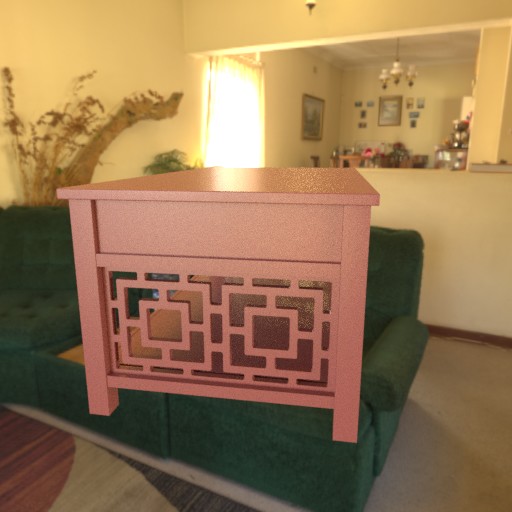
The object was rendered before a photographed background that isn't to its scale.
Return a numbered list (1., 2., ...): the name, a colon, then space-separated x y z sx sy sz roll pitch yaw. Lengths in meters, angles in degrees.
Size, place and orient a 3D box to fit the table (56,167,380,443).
1. table: 0.000 0.000 1.364 0.612 0.493 1.068 2 14 10
